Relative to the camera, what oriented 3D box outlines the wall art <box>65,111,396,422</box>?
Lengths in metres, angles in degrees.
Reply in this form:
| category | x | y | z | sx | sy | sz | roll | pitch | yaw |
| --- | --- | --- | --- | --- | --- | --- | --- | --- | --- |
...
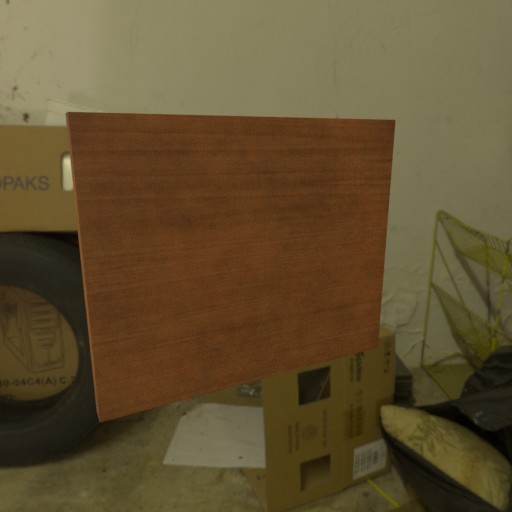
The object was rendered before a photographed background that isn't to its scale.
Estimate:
| category | x | y | z | sx | sy | sz | roll | pitch | yaw |
| --- | --- | --- | --- | --- | --- | --- | --- | --- | --- |
| wall art | 0.000 | 0.000 | 0.763 | 0.558 | 0.457 | 0.033 | -7 | 17 | -26 |
